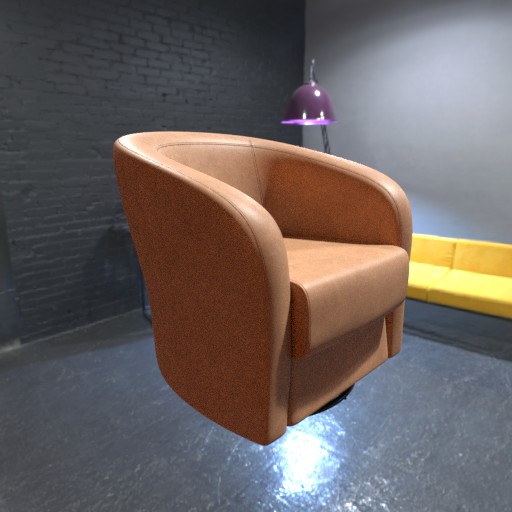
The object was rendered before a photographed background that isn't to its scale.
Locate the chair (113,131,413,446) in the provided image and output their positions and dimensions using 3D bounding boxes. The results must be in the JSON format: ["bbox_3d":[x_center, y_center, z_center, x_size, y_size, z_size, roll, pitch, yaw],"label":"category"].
[{"bbox_3d":[0.000,0.000,1.404,0.815,0.771,0.791,13,19,42],"label":"chair"}]
